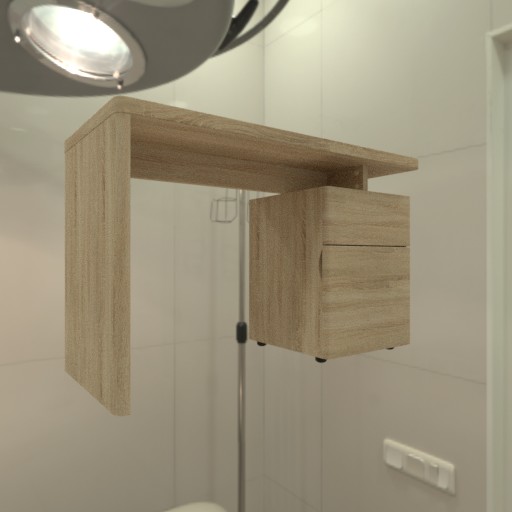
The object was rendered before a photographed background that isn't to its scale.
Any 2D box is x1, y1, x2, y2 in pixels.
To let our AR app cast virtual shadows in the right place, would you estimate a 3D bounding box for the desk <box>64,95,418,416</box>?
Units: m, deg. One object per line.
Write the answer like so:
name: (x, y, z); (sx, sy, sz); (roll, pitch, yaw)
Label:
desk: (0.000, 0.000, 1.611); (1.200, 0.760, 0.550); (0, 0, -36)
